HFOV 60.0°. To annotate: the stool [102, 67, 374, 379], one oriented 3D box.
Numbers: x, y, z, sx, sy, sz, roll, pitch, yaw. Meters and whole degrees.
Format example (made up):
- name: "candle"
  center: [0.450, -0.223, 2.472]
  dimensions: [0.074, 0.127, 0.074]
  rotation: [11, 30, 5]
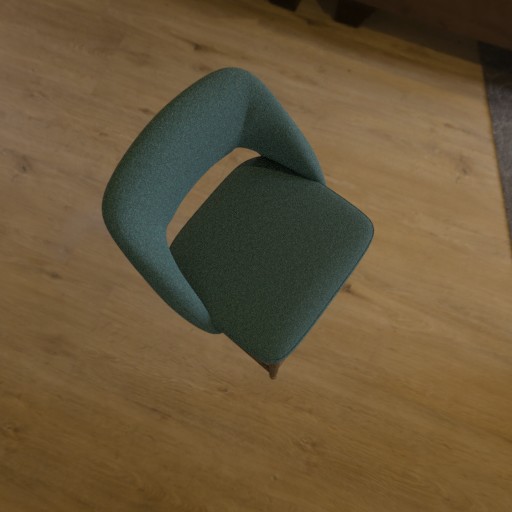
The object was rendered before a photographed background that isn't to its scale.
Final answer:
- name: "stool"
  center: [0.000, 0.000, 1.280]
  dimensions: [0.522, 0.939, 0.536]
  rotation: [36, 77, 10]
